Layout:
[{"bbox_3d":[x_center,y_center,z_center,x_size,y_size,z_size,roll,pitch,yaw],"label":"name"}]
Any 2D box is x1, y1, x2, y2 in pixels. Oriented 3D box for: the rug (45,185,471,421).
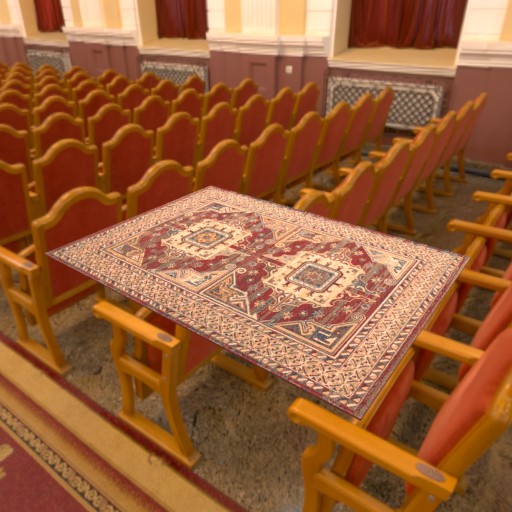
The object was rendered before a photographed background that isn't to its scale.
[{"bbox_3d":[0.000,0.000,2.838,2.210,0.011,1.599,20,35,32],"label":"rug"}]
